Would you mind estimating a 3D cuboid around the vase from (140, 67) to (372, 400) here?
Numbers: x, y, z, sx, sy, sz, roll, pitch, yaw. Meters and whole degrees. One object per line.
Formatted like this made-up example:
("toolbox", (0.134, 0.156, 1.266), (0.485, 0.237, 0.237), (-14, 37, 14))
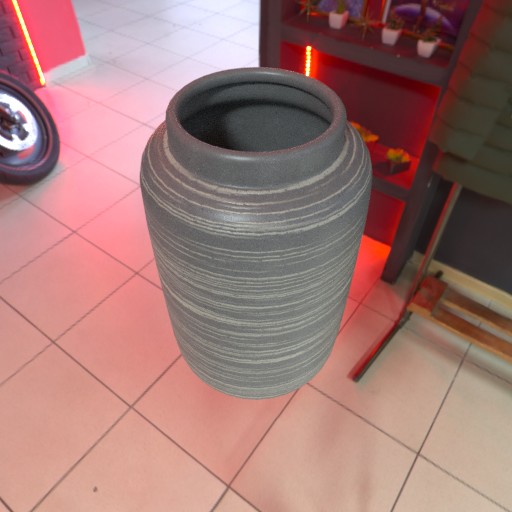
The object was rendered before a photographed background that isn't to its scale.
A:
("vase", (0.000, 0.000, 0.681), (0.297, 0.499, 0.297), (0, 47, 0))
